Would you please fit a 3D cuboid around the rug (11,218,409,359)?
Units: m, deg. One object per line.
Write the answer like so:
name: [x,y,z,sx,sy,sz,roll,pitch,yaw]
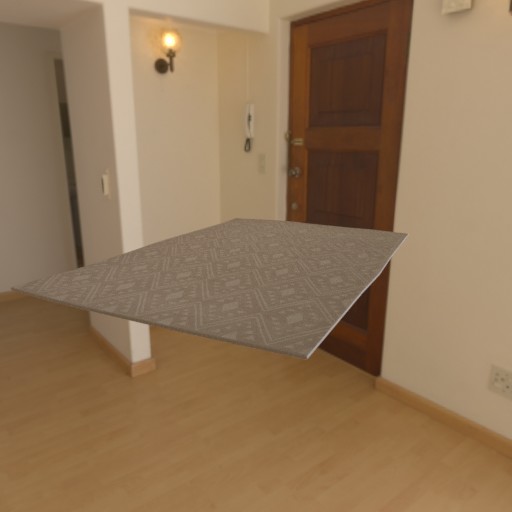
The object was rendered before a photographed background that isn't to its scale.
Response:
rug: [0.000,0.000,2.267,1.252,0.034,1.829,7,17,26]
